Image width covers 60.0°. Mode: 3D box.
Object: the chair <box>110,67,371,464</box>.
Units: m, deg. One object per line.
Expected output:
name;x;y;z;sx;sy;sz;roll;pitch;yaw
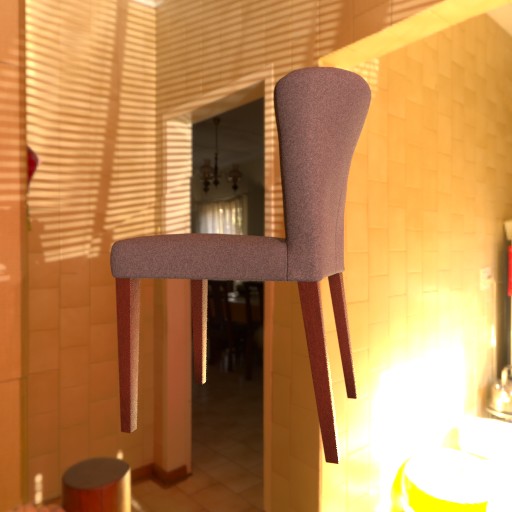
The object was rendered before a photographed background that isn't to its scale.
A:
chair;0.000;0.000;1.178;0.592;0.839;0.491;0;1;18
